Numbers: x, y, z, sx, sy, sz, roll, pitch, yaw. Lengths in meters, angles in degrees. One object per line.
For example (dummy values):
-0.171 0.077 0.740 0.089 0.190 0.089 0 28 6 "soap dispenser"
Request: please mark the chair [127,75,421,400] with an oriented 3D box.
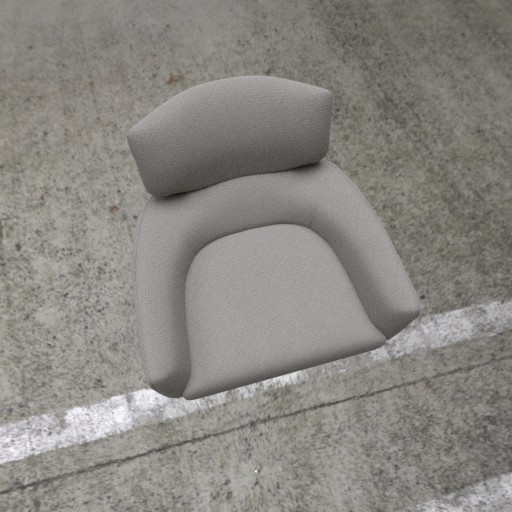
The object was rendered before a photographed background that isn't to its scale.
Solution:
0.000 0.000 1.402 0.760 0.810 0.730 -14 65 -7 "chair"
